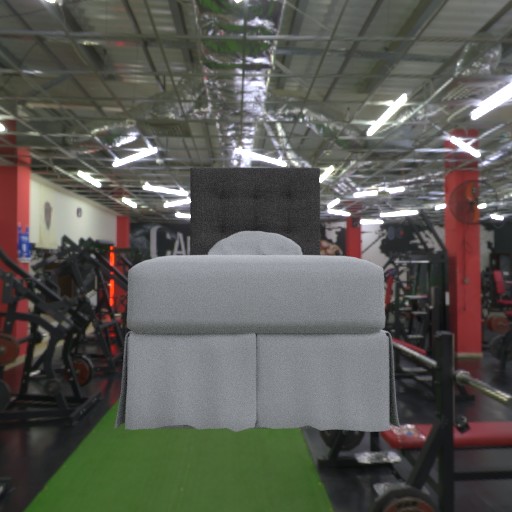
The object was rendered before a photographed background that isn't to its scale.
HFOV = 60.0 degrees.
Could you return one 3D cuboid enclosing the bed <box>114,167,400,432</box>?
[{"bbox_3d":[0.000,0.000,2.922,1.261,1.571,1.997,0,-1,0],"label":"bed"}]
